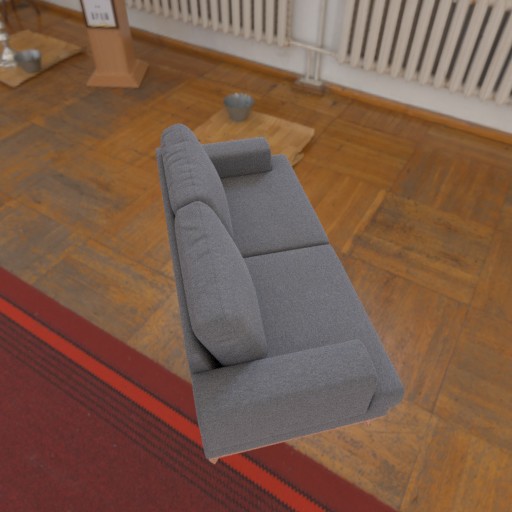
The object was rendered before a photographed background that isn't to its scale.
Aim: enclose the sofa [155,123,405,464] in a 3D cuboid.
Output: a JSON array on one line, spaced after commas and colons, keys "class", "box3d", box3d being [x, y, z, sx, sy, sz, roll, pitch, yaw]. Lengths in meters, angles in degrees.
[{"class": "sofa", "box3d": [0.000, 0.000, 2.140, 0.785, 0.810, 1.650, -10, 47, -9]}]
